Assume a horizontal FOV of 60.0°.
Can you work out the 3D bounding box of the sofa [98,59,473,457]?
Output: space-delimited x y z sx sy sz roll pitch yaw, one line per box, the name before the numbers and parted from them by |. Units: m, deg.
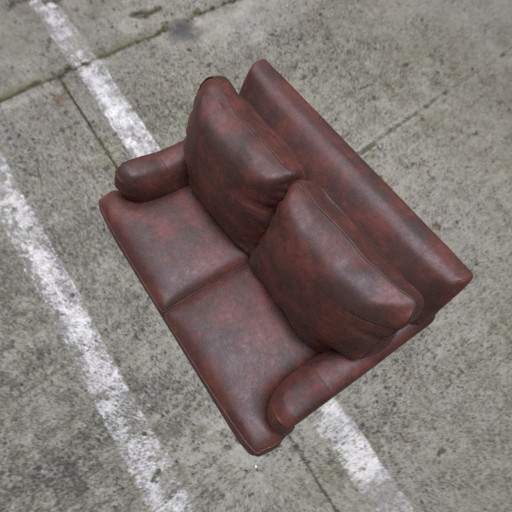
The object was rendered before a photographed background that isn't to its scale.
sofa | 0.000 0.000 2.326 1.148 1.070 1.628 -32 69 -14
